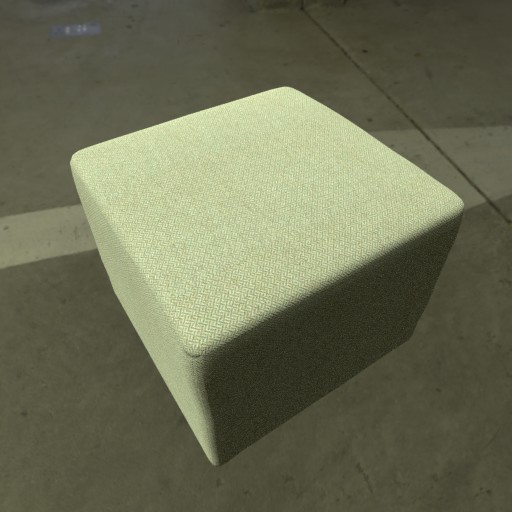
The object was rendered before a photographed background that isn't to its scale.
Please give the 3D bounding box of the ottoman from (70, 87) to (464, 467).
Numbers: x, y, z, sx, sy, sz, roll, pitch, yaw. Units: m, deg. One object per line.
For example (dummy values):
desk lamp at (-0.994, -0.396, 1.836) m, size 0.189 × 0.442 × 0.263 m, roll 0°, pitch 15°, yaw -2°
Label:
ottoman at (0.000, 0.000, 0.901) m, size 0.521 × 0.453 × 0.512 m, roll -26°, pitch 52°, yaw -22°
